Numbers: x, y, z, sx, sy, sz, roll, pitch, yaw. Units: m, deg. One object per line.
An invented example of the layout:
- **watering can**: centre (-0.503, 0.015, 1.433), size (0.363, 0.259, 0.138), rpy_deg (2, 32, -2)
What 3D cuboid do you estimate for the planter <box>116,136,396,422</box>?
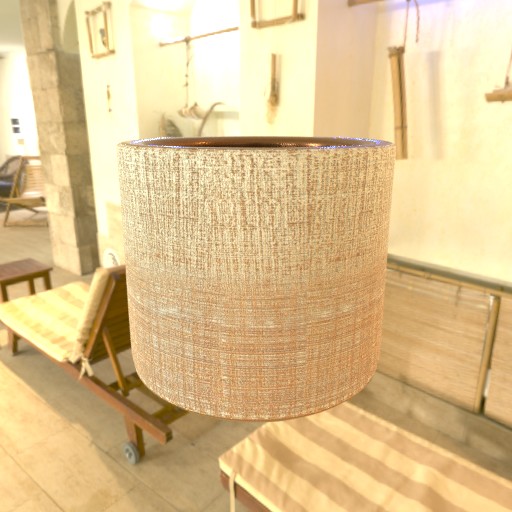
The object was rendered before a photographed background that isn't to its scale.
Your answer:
- **planter**: centre (0.000, 0.000, 0.190), size (0.109, 0.096, 0.109), rpy_deg (0, 17, 0)
